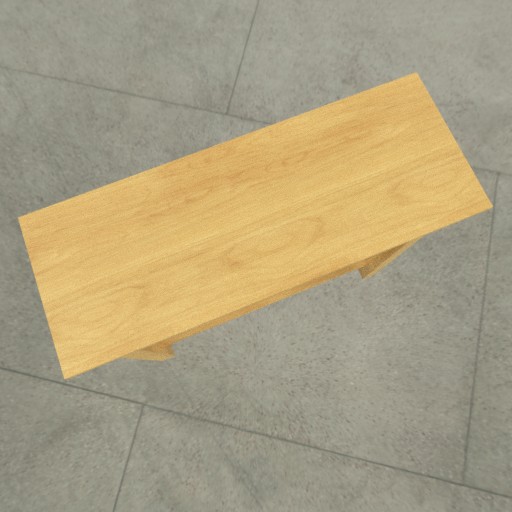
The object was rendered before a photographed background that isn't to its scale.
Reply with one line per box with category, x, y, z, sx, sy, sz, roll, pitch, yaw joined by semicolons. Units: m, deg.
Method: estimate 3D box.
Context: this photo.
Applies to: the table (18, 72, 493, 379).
table;0.000;0.000;1.247;0.900;0.728;0.340;-21;77;-5
